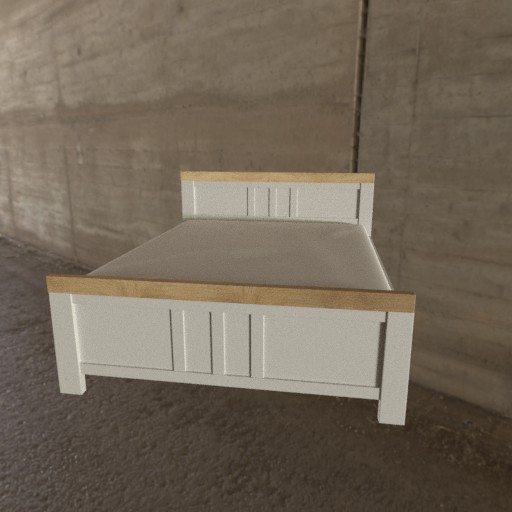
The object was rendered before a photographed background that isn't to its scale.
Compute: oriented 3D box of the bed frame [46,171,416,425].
[{"bbox_3d":[0.000,0.000,2.962,1.670,0.980,2.050,2,14,9],"label":"bed frame"}]
